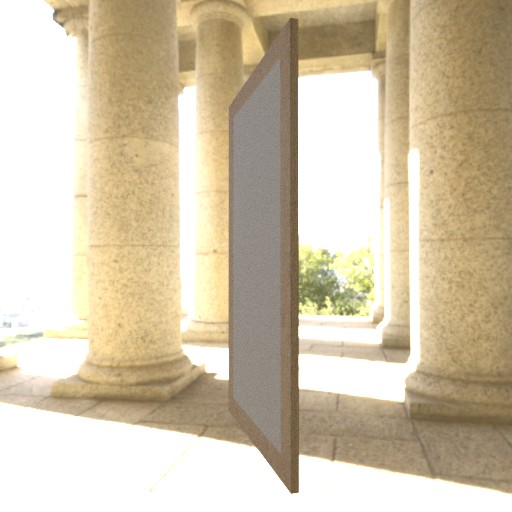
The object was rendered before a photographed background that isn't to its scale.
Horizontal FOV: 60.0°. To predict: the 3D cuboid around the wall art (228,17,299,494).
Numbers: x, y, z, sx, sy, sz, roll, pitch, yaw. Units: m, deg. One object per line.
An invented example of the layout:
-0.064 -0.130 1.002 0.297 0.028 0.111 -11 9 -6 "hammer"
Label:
0.000 0.000 0.819 0.013 0.683 0.381 0 -1 -17 "wall art"
